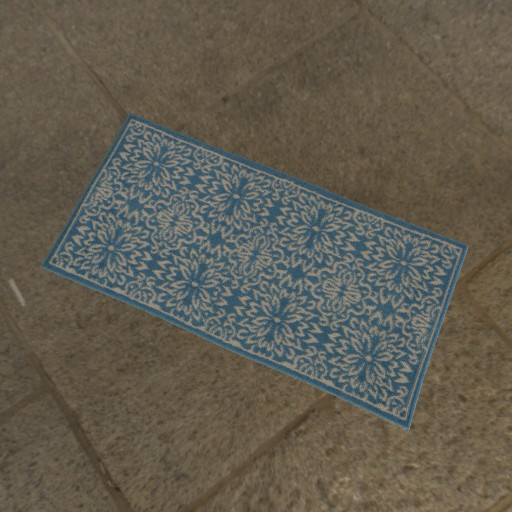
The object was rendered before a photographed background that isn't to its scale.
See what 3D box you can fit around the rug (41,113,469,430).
[{"bbox_3d":[0.000,0.000,1.405,1.219,0.007,0.604,23,76,6],"label":"rug"}]
